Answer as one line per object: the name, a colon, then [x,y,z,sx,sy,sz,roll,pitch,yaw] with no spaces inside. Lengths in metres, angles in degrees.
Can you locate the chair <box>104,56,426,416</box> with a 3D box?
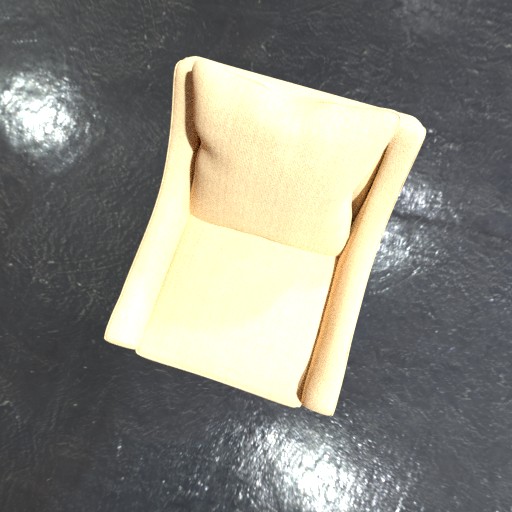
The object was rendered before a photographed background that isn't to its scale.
chair: [0.000,0.000,1.519,0.760,0.927,0.876,17,76,4]
